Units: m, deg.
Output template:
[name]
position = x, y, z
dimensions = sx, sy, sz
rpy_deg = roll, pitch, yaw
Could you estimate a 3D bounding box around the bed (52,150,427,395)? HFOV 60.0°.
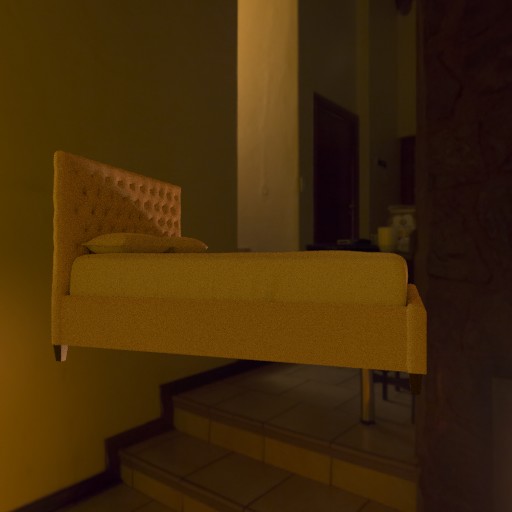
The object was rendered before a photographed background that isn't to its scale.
[bed]
position = 0.000, 0.000, 3.422
dimensions = 2.387, 1.427, 1.698
rpy_deg = 0, 0, 18
